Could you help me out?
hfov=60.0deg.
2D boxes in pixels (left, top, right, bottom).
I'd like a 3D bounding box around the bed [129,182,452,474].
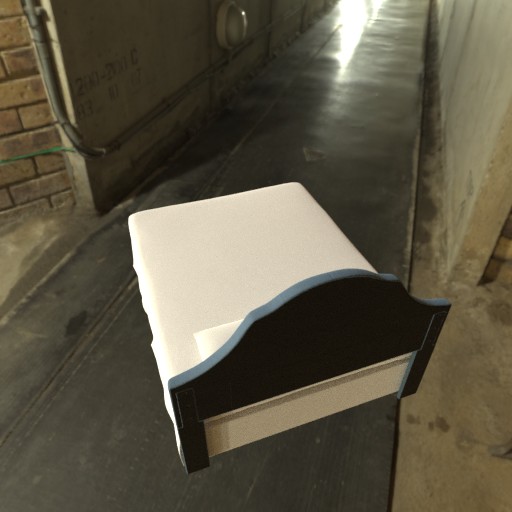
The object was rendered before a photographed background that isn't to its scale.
[{"bbox_3d":[0.000,0.000,3.826,2.039,1.617,2.477,-13,42,-15],"label":"bed"}]
